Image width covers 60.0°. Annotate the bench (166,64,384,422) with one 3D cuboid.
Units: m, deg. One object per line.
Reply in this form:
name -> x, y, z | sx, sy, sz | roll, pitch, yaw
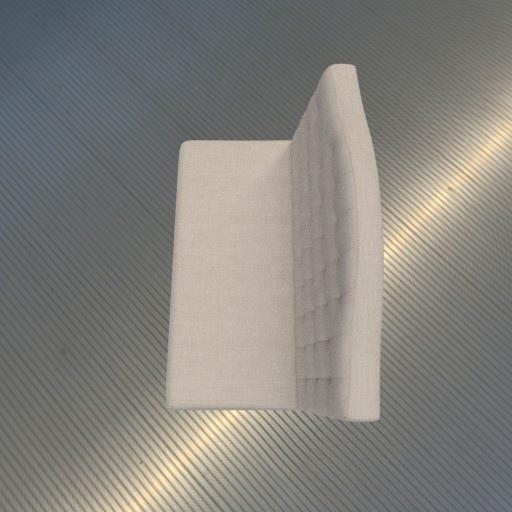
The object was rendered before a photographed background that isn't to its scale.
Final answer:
bench -> 0.000, 0.000, 1.988 | 0.815, 1.180, 1.335 | 0, 74, 0
